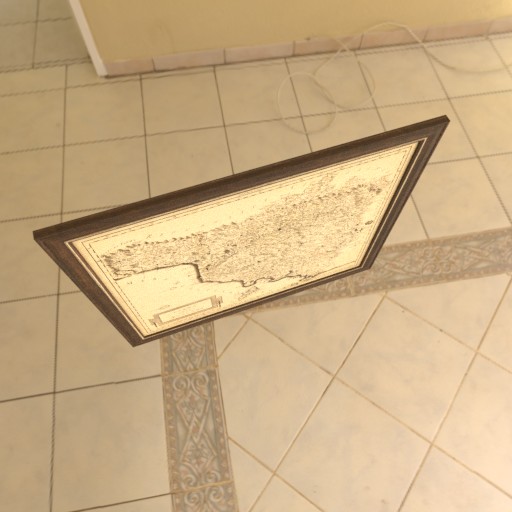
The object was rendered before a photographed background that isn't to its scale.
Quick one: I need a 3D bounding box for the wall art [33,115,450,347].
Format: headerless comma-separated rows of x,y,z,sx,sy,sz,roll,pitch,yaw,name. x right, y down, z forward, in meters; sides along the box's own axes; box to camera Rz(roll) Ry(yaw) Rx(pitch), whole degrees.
0.000,0.000,1.437,1.033,0.875,0.023,-17,64,-9,wall art
